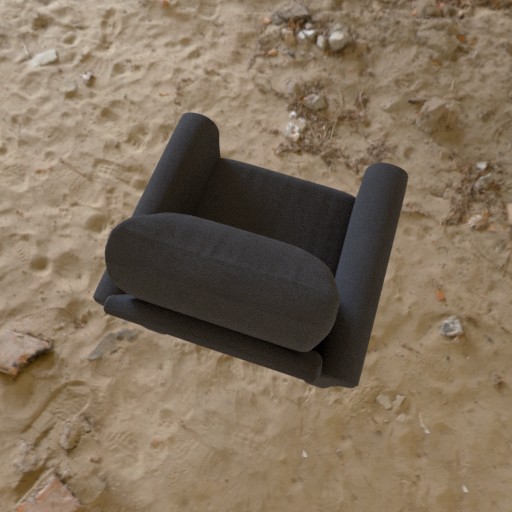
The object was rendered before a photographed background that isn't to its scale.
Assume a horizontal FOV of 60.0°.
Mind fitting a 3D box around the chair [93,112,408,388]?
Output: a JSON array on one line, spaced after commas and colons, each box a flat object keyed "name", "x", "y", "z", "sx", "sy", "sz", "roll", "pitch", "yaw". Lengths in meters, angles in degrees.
[{"name": "chair", "x": 0.000, "y": 0.000, "z": 1.568, "sx": 0.867, "sy": 0.942, "sz": 0.828, "roll": 17, "pitch": 66, "yaw": 8}]
